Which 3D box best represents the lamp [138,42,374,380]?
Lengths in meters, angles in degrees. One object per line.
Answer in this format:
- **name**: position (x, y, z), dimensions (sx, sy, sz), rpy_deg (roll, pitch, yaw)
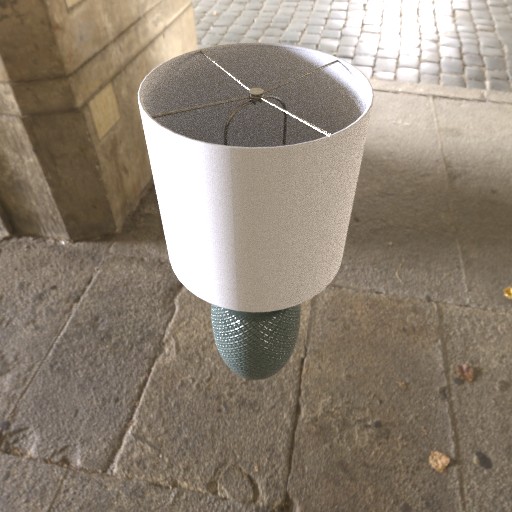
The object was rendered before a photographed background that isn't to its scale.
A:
- **lamp**: position (0.000, 0.000, 0.575), dimensions (0.217, 0.453, 0.217), rpy_deg (-26, 51, -23)
